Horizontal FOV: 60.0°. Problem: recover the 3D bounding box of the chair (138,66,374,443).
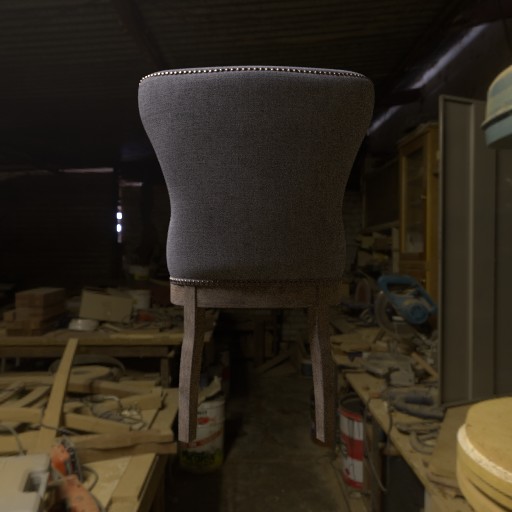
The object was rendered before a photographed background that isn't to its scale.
[{"bbox_3d":[0.000,0.000,1.425,0.654,1.002,0.681,0,1,0],"label":"chair"}]
